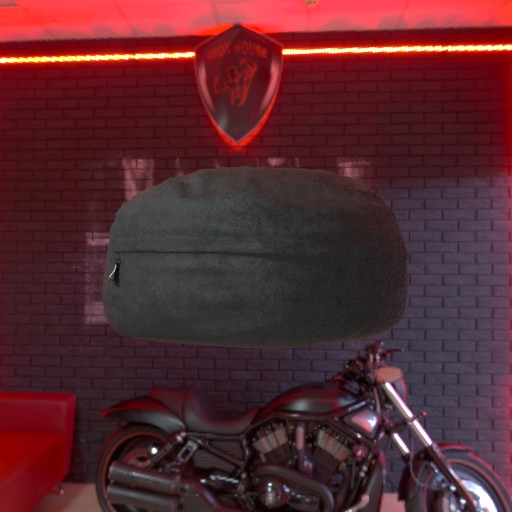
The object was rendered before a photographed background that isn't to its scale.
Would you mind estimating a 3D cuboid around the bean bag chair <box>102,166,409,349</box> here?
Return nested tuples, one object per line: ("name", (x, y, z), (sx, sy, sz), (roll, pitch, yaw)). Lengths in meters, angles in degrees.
("bean bag chair", (0.000, 0.000, 2.341), (1.525, 0.751, 1.525), (0, -1, 0))
